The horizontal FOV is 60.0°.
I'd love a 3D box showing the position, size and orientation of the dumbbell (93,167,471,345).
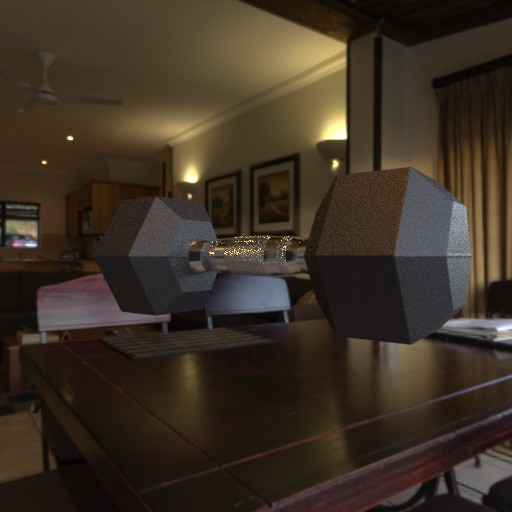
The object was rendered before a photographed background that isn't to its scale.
[{"bbox_3d":[0.000,0.000,0.319,0.272,0.092,0.106,0,0,36],"label":"dumbbell"}]
